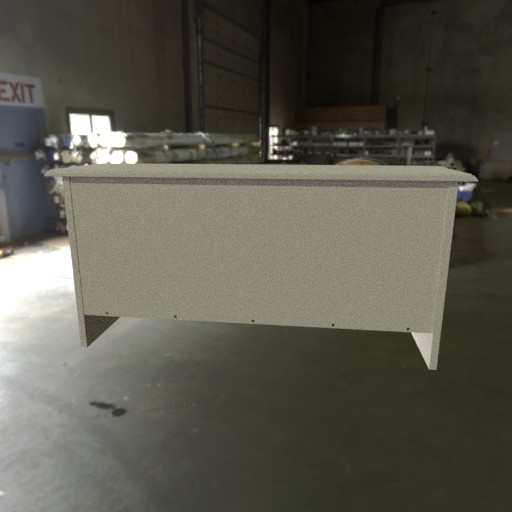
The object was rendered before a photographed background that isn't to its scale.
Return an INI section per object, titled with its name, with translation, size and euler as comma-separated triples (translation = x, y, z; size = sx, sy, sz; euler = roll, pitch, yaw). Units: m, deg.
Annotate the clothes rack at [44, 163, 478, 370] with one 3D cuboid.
[clothes rack]
translation = 0.000, 0.000, 1.357
size = 1.120, 0.531, 0.324
euler = 2, 15, 7
